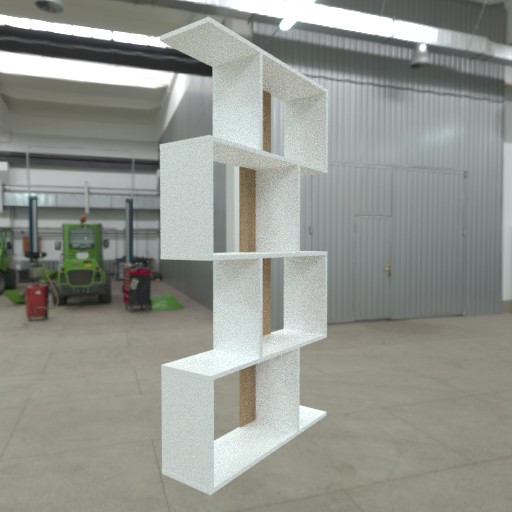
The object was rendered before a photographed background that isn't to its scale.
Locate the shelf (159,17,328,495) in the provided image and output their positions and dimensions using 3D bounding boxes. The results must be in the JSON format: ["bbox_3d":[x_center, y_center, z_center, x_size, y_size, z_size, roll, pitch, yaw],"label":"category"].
[{"bbox_3d":[0.000,0.000,1.960,0.250,1.650,0.890,1,2,36],"label":"shelf"}]
